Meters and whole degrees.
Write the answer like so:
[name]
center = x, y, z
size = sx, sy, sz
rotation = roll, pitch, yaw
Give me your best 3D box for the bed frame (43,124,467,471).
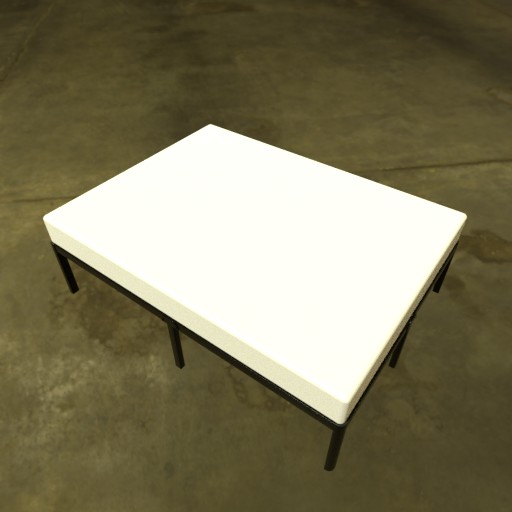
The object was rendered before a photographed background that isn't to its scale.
[bed frame]
center = 0.000, 0.000, 2.861
size = 2.072, 0.659, 1.557
rotation = 26, 48, 26
